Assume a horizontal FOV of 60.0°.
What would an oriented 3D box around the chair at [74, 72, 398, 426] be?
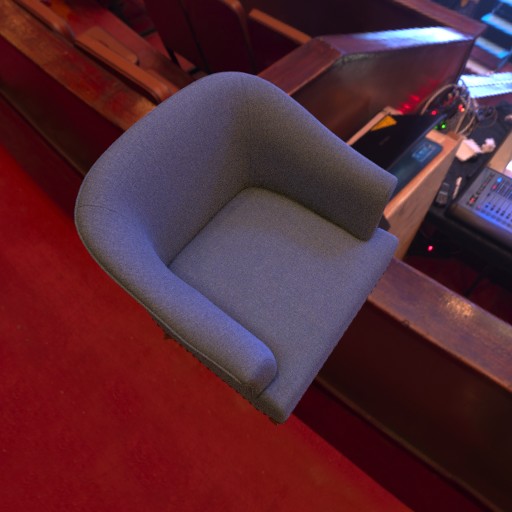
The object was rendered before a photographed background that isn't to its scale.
[{"bbox_3d":[0.000,0.000,1.421,0.704,0.815,0.798,32,63,18],"label":"chair"}]
